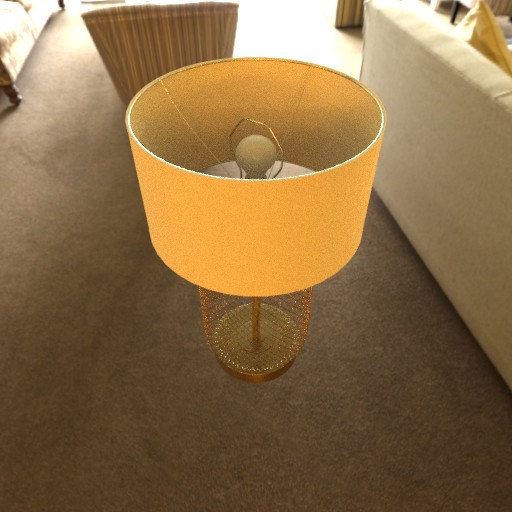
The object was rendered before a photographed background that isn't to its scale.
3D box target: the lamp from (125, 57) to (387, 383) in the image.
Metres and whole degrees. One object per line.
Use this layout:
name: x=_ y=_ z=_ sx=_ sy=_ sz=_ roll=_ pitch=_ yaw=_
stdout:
lamp: x=0.000 y=0.000 z=0.812 sx=0.353 sy=0.578 sz=0.353 roll=0 pitch=45 yaw=0
